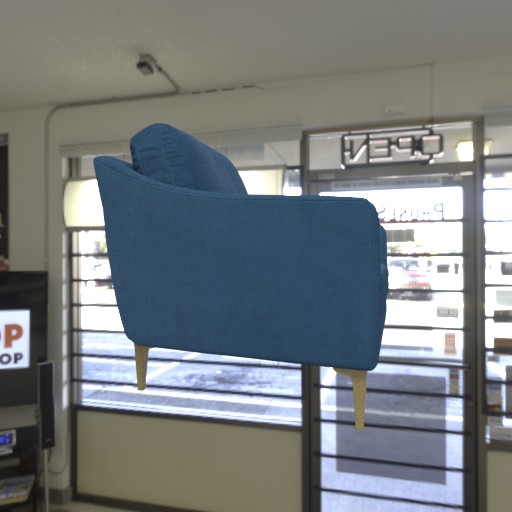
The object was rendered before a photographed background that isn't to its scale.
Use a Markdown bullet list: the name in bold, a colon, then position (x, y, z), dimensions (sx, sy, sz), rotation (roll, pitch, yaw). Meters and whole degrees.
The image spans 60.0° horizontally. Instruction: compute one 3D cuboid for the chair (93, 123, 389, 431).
- **chair**: position (0.000, 0.000, 1.689), dimensions (0.961, 0.899, 0.987), rotation (0, 0, 18)
